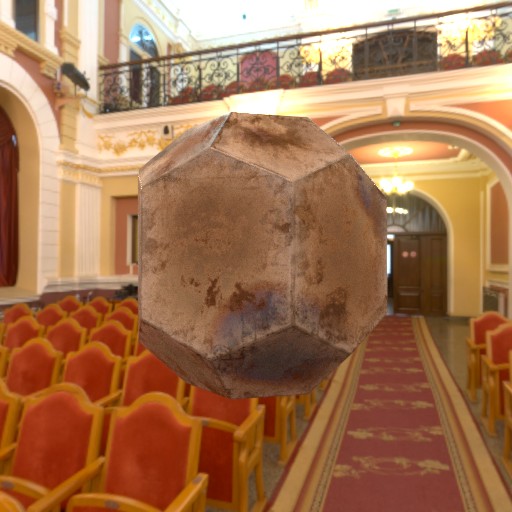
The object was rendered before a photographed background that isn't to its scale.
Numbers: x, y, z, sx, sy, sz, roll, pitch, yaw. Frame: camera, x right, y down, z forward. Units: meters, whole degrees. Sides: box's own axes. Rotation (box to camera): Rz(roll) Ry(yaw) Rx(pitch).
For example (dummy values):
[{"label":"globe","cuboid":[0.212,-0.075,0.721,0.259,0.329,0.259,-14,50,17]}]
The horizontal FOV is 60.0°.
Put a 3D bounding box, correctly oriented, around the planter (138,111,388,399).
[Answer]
[{"label":"planter","cuboid":[0.000,0.000,0.428,0.243,0.238,0.221,0,-1,18]}]
